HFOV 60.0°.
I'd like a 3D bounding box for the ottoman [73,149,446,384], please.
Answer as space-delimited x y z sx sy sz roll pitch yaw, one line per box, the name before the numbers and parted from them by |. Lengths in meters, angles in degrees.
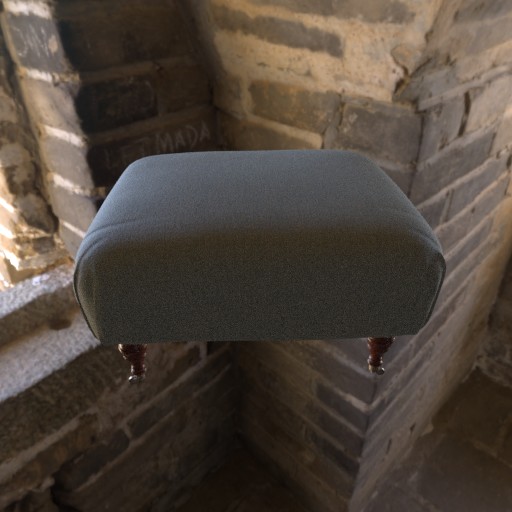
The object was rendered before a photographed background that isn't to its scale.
ottoman | 0.000 0.000 1.148 0.747 0.450 0.622 -1 30 -2
